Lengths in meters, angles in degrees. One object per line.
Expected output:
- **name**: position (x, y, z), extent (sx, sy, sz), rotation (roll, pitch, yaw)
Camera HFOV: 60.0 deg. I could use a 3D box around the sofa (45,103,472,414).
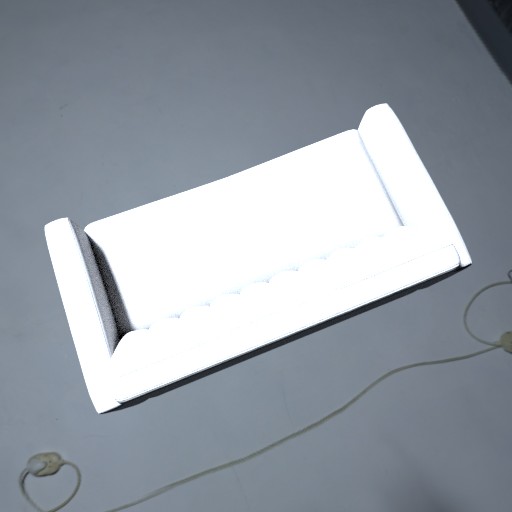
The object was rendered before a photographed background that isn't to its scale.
- **sofa**: position (0.000, 0.000, 2.367), extent (1.895, 0.814, 0.969), rotation (-21, 76, -5)
